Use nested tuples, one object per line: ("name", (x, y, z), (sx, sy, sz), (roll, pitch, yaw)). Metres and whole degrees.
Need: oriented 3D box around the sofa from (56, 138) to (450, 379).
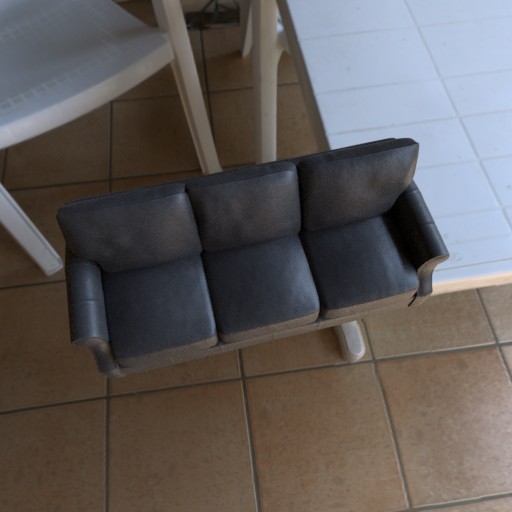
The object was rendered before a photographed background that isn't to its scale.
("sofa", (0.000, 0.000, 2.912), (2.387, 0.977, 0.974), (-12, 64, -6))
